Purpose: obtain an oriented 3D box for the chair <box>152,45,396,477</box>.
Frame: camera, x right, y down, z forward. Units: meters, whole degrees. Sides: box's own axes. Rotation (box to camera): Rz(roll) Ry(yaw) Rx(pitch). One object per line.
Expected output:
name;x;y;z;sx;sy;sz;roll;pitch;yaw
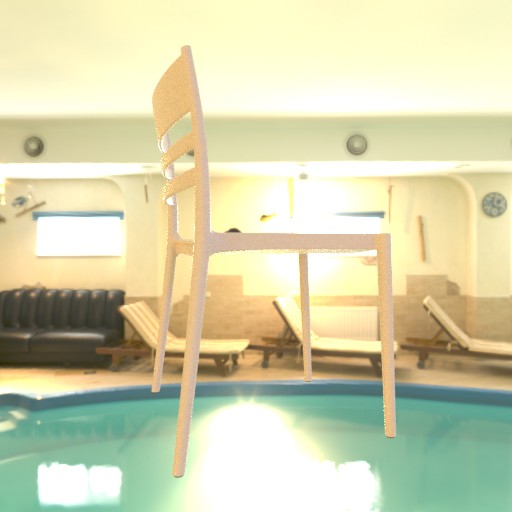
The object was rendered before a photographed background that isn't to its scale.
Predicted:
chair;0.000;0.000;1.122;0.511;0.800;0.531;0;0;-17
